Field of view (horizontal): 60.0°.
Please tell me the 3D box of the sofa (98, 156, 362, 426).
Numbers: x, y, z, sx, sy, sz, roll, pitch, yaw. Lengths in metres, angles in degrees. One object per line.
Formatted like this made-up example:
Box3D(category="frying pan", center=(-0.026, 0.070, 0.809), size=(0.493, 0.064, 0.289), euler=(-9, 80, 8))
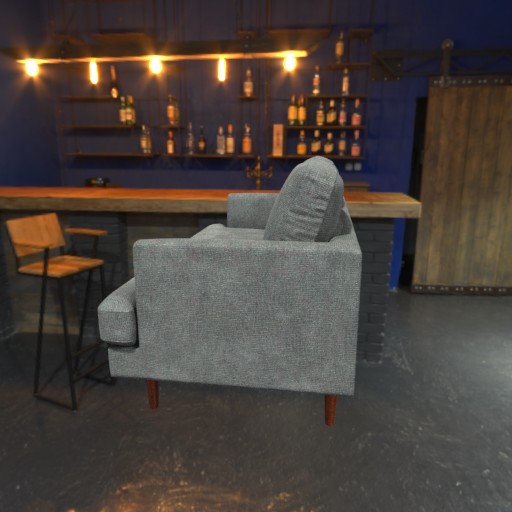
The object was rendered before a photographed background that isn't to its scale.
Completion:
Box3D(category="sofa", center=(0.000, 0.000, 2.209), size=(0.903, 0.956, 1.582), euler=(2, 14, 9))
